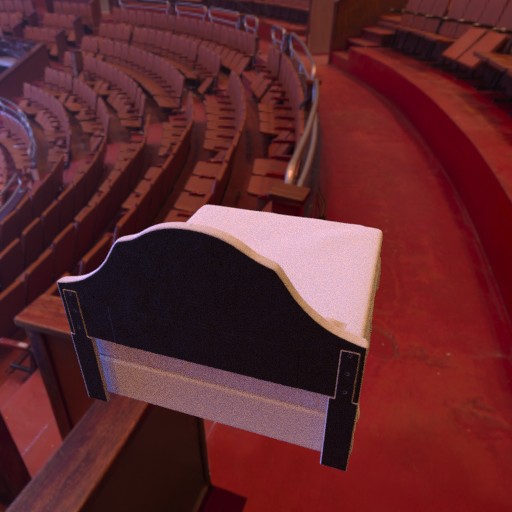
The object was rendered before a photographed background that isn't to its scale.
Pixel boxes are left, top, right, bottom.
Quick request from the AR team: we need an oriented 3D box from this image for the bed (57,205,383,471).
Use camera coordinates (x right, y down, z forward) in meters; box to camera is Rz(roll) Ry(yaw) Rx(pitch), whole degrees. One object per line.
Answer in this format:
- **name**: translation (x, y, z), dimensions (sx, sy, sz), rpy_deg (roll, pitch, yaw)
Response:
- **bed**: translation (0.000, 0.000, 3.596), dimensions (2.008, 1.615, 2.214), rpy_deg (10, 33, 15)
